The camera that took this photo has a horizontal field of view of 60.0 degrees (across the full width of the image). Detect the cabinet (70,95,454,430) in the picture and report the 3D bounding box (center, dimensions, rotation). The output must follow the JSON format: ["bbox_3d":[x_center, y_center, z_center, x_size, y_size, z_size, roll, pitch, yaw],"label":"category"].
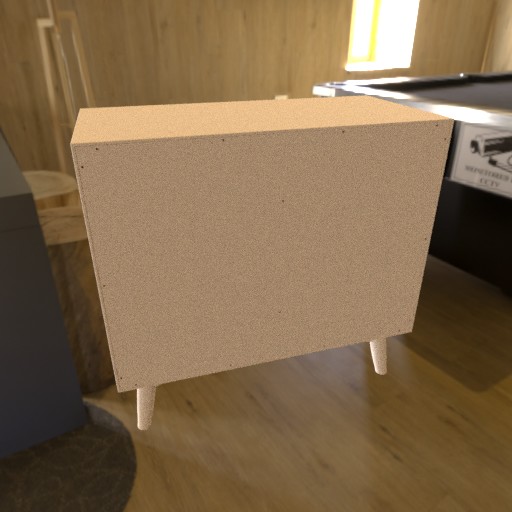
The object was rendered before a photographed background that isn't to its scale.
[{"bbox_3d":[0.000,0.000,1.222,0.800,0.761,0.398,-8,29,-15],"label":"cabinet"}]
